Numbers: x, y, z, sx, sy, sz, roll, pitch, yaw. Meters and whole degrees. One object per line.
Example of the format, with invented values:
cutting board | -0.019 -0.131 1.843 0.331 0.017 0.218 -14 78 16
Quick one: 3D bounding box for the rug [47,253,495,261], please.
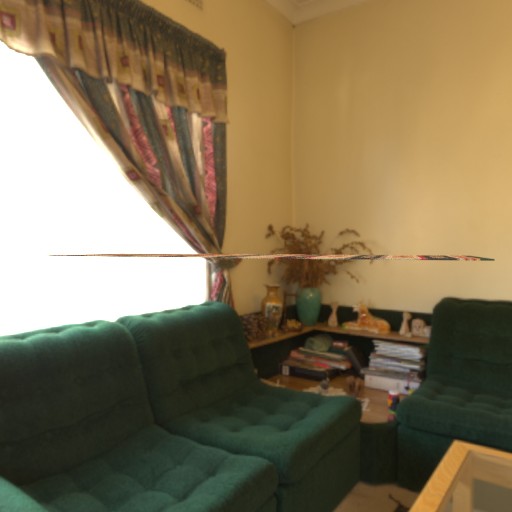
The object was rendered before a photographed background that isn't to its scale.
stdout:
rug | 0.000 0.000 2.670 2.440 0.009 0.760 0 1 19
